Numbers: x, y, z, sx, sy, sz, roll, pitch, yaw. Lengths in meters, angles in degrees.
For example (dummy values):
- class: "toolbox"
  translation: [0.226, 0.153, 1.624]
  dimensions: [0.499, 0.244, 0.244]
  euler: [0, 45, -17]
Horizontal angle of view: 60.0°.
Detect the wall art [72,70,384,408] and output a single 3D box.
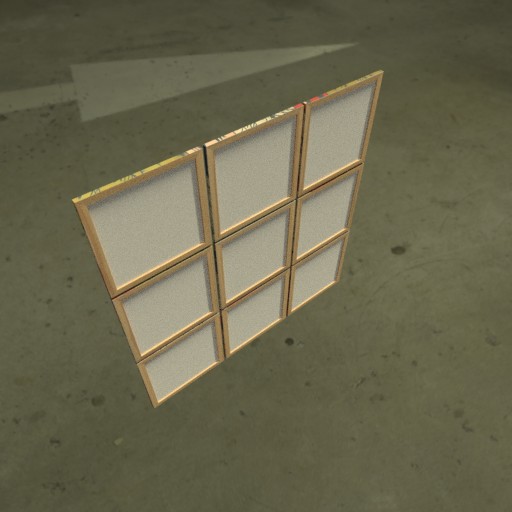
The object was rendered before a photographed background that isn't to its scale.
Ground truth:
- class: "wall art"
  translation: [0.000, 0.000, 1.380]
  dimensions: [0.904, 0.913, 0.013]
  euler: [-30, 54, -25]
